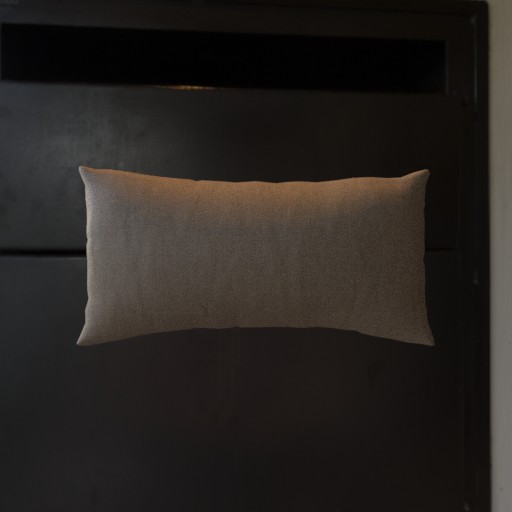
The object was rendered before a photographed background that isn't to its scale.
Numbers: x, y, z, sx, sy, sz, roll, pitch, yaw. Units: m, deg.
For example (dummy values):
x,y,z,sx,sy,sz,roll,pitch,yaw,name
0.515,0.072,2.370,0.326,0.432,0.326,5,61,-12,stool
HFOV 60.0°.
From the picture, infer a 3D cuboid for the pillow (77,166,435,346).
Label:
x,y,z,sx,sy,sz,roll,pitch,yaw,name
0.000,0.000,0.760,0.612,0.308,0.148,0,0,0,pillow
